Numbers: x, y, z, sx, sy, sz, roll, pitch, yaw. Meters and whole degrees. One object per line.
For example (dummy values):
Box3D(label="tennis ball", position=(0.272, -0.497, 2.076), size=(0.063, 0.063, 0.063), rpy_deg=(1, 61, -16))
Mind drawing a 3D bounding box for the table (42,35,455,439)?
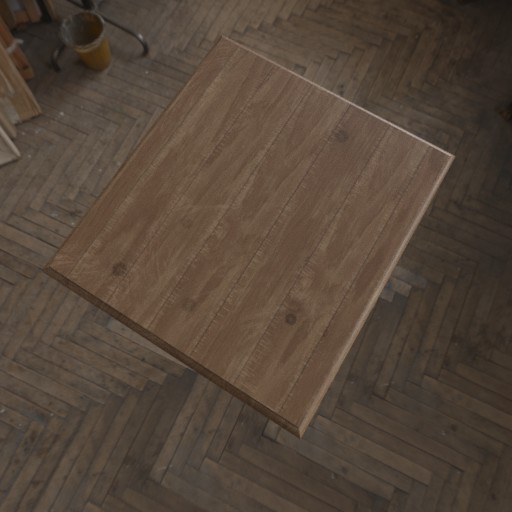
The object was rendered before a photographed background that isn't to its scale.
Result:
Box3D(label="table", position=(0.000, 0.000, 0.961), size=(0.457, 0.561, 0.508), rpy_deg=(31, 77, 8))
